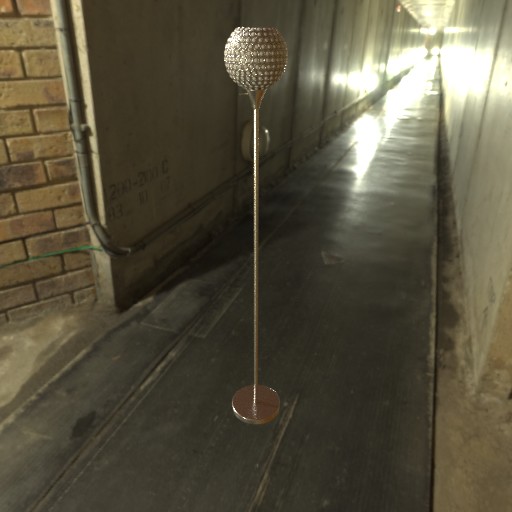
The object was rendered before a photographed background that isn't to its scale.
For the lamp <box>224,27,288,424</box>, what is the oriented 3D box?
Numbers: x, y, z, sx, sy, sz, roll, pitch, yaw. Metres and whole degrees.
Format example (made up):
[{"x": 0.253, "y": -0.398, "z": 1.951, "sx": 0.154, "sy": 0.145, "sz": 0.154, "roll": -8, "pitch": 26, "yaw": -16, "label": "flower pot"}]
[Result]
[{"x": 0.000, "y": 0.000, "z": 1.968, "sx": 0.254, "sy": 1.805, "sz": 0.254, "roll": 0, "pitch": 27, "yaw": 0, "label": "lamp"}]
